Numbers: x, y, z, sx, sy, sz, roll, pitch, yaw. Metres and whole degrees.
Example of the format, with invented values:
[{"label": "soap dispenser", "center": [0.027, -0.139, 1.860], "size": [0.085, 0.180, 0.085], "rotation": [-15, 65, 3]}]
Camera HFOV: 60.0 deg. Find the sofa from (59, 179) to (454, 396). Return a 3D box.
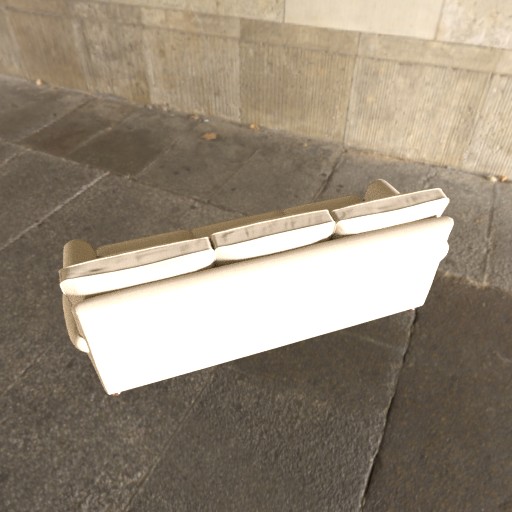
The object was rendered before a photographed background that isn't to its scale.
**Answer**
[{"label": "sofa", "center": [0.000, 0.000, 2.903], "size": [2.354, 0.948, 0.966], "rotation": [-13, 43, -14]}]
